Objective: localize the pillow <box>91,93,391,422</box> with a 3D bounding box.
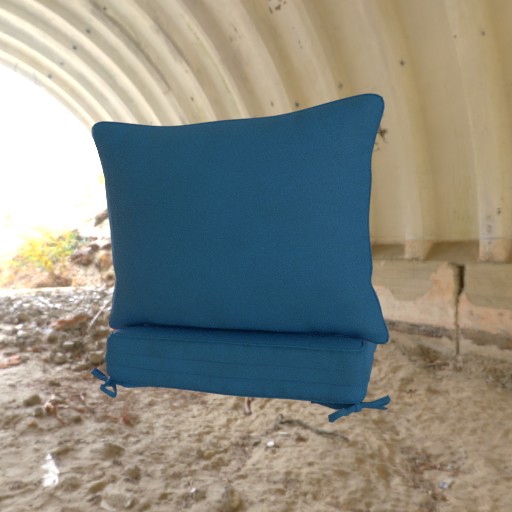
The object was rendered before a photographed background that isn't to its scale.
[{"bbox_3d":[0.000,0.000,1.357,0.798,0.725,0.733,0,0,18],"label":"pillow"}]
